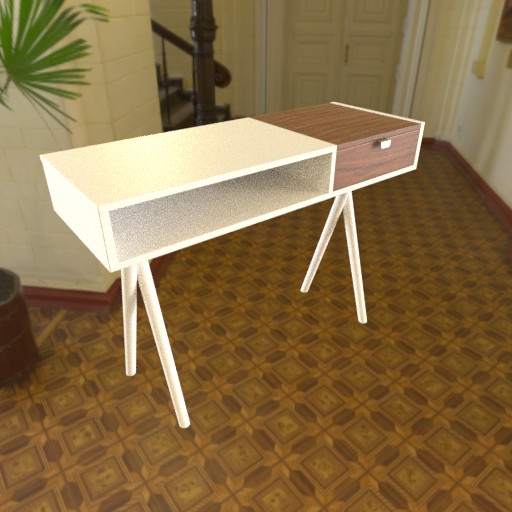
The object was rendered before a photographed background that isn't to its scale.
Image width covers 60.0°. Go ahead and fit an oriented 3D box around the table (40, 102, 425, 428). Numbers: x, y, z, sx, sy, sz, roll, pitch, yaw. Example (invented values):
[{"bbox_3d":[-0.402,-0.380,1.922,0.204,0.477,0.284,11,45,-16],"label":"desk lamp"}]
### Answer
[{"bbox_3d":[0.000,0.000,1.462,1.066,0.785,0.418,-21,36,-32],"label":"table"}]
